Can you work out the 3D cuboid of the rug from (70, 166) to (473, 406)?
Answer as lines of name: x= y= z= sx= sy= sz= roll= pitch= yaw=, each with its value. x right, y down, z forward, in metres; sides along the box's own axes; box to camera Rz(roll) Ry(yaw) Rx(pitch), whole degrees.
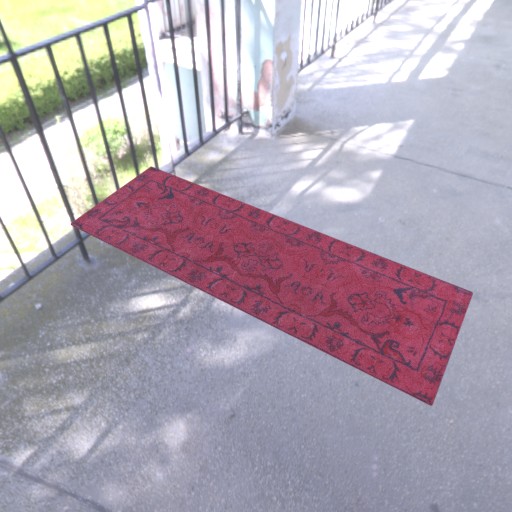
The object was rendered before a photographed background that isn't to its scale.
rug: x=0.000 y=0.000 z=2.762 sx=2.439 sy=0.018 sz=0.813 roll=24 pitch=50 yaw=22
